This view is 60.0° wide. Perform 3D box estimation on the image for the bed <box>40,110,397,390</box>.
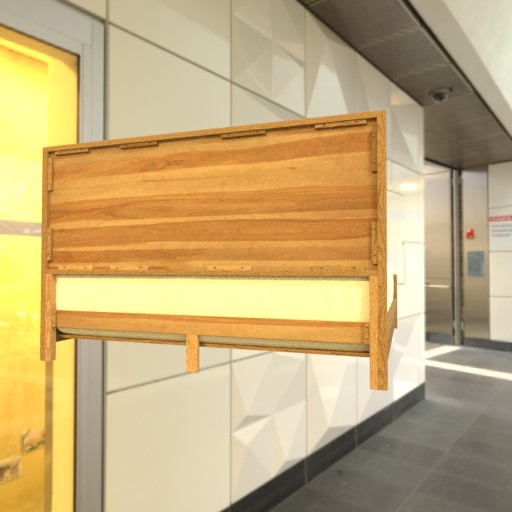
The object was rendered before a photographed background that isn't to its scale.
[{"bbox_3d":[0.000,0.000,3.397,2.013,1.295,2.184,0,-1,19],"label":"bed"}]
